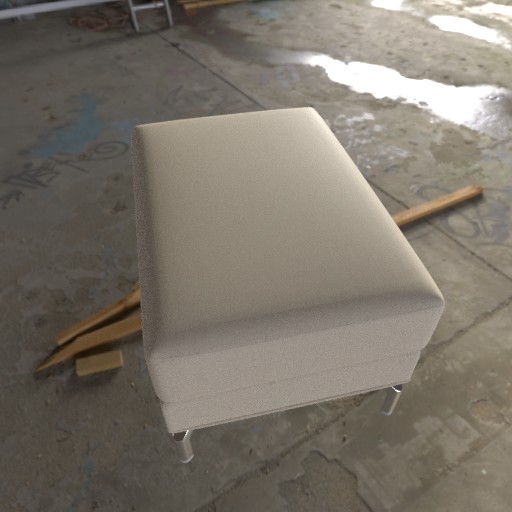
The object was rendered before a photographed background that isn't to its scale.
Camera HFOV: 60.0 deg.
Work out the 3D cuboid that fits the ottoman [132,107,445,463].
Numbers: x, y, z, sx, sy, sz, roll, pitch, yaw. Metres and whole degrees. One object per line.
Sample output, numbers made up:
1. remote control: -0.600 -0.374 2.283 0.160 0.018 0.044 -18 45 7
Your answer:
1. ottoman: 0.000 0.000 1.215 0.581 0.497 0.835 -9 45 -9
